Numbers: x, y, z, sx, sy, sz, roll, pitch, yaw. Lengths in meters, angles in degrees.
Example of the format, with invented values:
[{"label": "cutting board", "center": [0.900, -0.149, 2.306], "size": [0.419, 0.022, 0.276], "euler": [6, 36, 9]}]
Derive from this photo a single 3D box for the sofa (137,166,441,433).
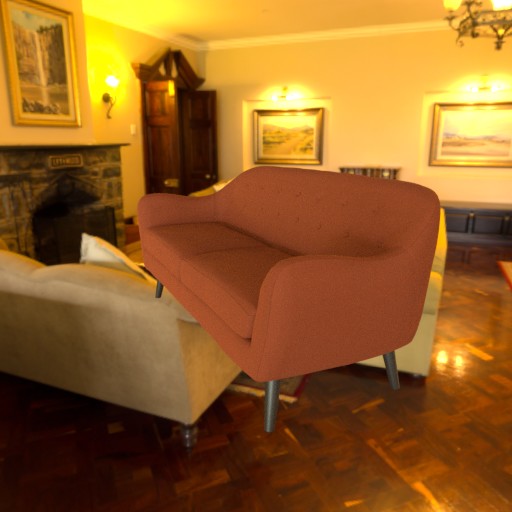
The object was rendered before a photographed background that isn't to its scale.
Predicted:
[{"label": "sofa", "center": [0.000, 0.000, 2.257], "size": [0.820, 0.836, 1.840], "euler": [-7, 17, -26]}]
